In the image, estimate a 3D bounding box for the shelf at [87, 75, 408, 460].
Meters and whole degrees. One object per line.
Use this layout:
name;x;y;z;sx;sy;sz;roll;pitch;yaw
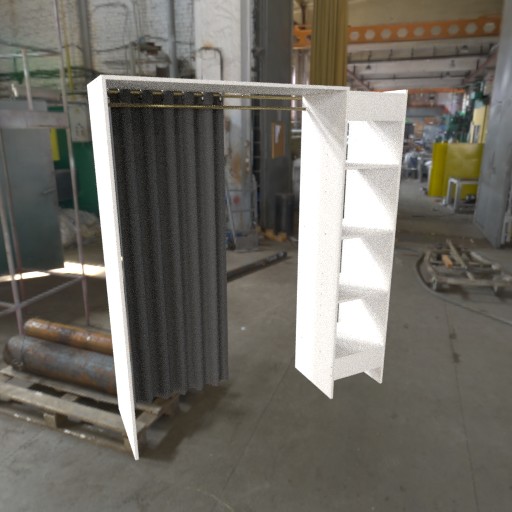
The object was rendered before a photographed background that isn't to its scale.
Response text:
shelf;0.000;0.000;2.537;1.600;1.810;0.500;-8;18;-25
